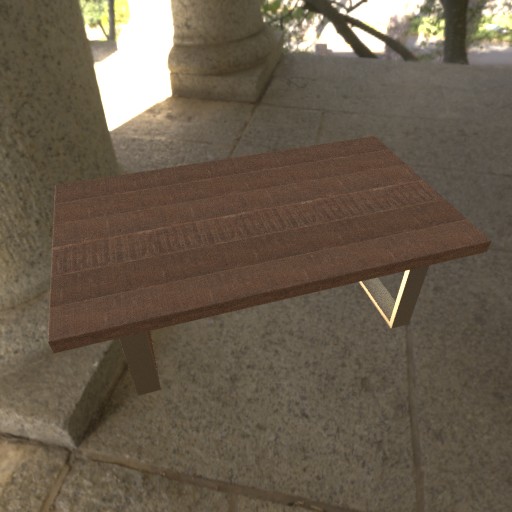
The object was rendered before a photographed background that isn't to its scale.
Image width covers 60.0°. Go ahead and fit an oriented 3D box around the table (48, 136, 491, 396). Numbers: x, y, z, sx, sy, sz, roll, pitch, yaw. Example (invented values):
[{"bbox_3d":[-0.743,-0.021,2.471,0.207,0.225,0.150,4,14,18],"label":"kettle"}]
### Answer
[{"bbox_3d":[0.000,0.000,1.755,1.400,0.440,0.800,-12,43,-13],"label":"table"}]
